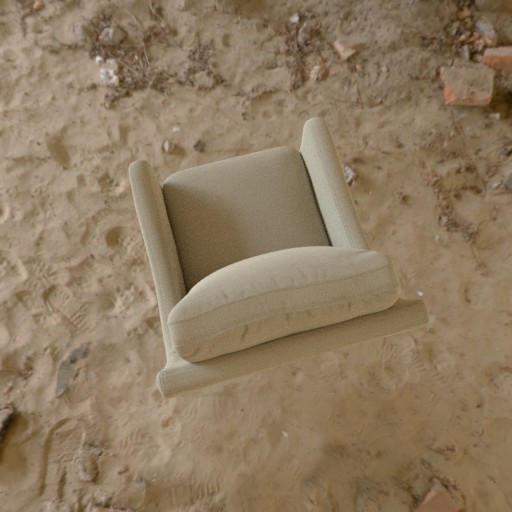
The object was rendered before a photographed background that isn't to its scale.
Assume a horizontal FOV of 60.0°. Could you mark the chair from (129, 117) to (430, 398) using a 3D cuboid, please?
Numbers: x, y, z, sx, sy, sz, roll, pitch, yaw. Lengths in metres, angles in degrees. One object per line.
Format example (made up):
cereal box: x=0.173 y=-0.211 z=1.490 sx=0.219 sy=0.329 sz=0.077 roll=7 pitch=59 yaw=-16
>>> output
chair: x=0.000 y=0.000 z=1.378 sx=0.626 sy=0.914 sz=0.694 roll=-15 pitch=75 yaw=-4
